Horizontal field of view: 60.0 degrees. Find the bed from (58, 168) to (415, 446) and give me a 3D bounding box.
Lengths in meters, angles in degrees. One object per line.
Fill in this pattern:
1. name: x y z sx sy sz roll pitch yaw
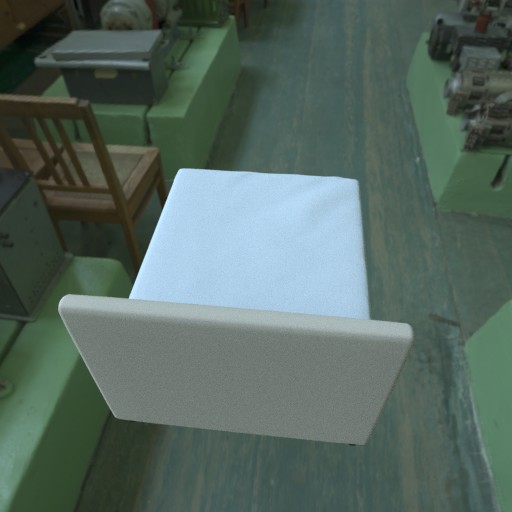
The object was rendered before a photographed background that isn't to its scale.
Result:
1. bed: 0.000 0.000 3.221 1.748 1.330 2.142 4 47 4
